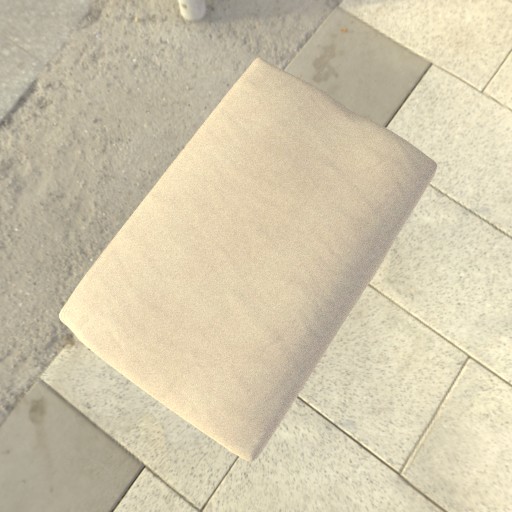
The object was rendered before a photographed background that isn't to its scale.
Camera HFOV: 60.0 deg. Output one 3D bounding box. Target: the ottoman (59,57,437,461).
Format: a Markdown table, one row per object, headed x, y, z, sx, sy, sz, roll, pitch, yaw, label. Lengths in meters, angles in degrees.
| x | y | z | sx | sy | sz | roll | pitch | yaw | label |
| --- | --- | --- | --- | --- | --- | --- | --- | --- | --- |
| 0.000 | 0.000 | 1.220 | 0.590 | 0.444 | 0.872 | 33 | 78 | 8 | ottoman |
